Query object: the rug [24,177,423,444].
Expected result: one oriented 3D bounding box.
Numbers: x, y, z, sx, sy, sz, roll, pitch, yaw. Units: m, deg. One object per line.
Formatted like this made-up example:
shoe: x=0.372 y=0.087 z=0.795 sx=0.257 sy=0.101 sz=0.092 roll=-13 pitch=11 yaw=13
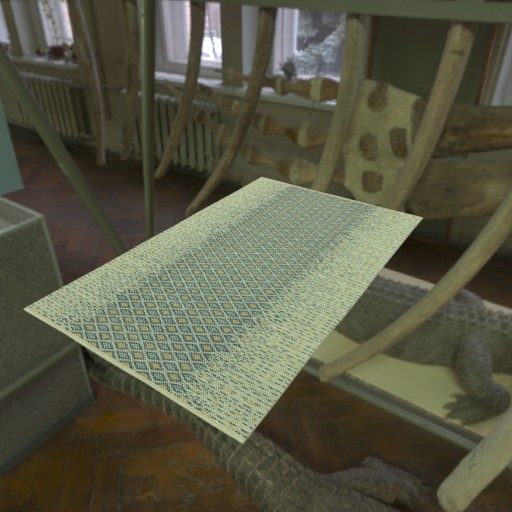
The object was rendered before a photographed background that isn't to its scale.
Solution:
rug: x=0.000 y=0.000 z=3.016 sx=1.541 sy=0.008 sz=2.448 roll=20 pitch=37 yaw=29
